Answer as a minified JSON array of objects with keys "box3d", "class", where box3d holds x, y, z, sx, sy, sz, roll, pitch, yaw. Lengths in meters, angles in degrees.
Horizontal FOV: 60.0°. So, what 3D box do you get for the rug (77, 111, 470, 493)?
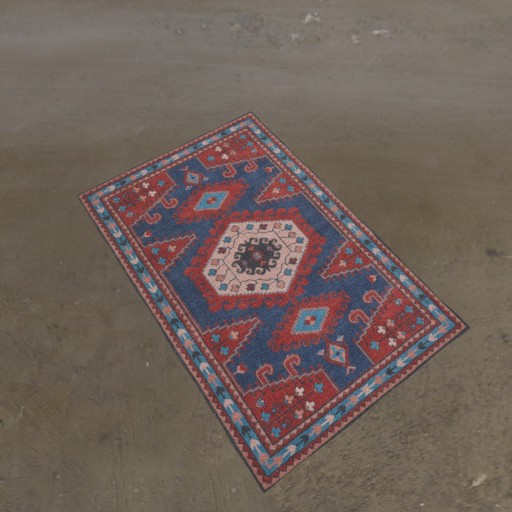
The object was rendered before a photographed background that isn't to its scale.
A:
[{"box3d":[0.000,0.000,2.296,1.207,0.012,1.820,-31,64,-17],"class":"rug"}]
